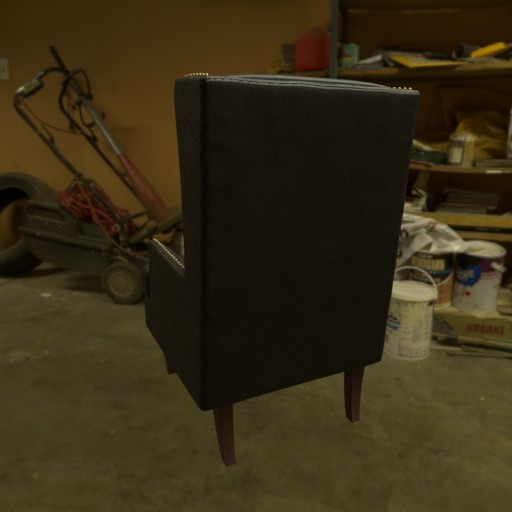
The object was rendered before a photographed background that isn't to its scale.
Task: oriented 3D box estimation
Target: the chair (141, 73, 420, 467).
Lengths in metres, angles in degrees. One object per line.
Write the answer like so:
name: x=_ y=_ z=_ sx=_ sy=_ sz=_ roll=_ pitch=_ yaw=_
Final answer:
chair: x=0.000 y=0.000 z=1.619 sx=0.703 sy=1.142 sz=0.799 roll=-7 pitch=16 yaw=-26
